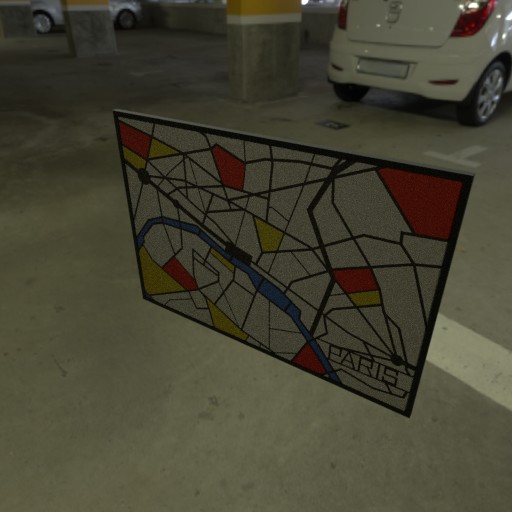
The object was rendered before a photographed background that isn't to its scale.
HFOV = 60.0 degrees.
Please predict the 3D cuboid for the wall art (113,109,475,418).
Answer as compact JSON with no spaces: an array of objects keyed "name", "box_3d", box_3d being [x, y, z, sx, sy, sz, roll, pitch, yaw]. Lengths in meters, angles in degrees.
[{"name":"wall art","box_3d":[0.000,0.000,0.838,0.664,0.458,0.013,18,35,28]}]
